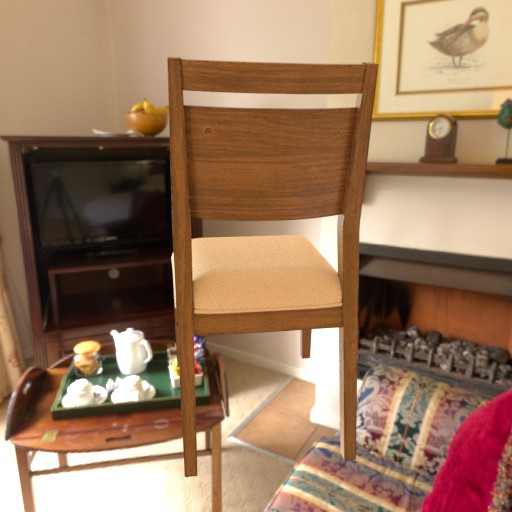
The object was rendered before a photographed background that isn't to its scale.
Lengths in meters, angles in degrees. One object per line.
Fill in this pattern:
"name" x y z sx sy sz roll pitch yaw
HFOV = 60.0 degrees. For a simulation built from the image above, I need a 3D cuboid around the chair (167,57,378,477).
"chair" 0.000 0.000 1.251 0.497 0.939 0.610 -2 14 -8
